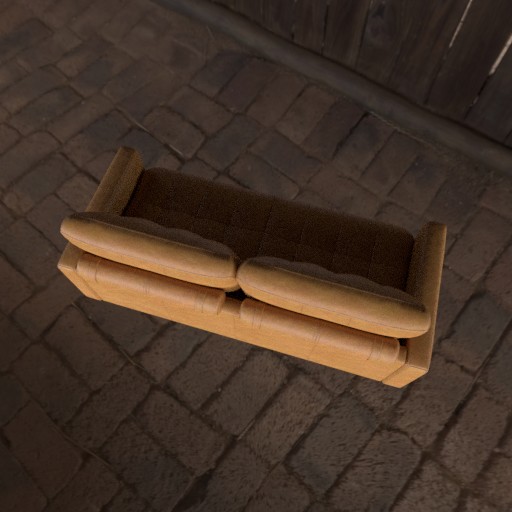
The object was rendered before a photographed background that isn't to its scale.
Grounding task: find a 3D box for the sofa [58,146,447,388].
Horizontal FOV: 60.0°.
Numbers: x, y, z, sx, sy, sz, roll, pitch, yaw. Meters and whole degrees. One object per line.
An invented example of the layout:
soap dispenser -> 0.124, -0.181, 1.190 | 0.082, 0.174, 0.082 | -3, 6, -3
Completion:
sofa -> 0.000, 0.000, 2.304 | 1.821, 0.898, 0.850 | 15, 65, 7
